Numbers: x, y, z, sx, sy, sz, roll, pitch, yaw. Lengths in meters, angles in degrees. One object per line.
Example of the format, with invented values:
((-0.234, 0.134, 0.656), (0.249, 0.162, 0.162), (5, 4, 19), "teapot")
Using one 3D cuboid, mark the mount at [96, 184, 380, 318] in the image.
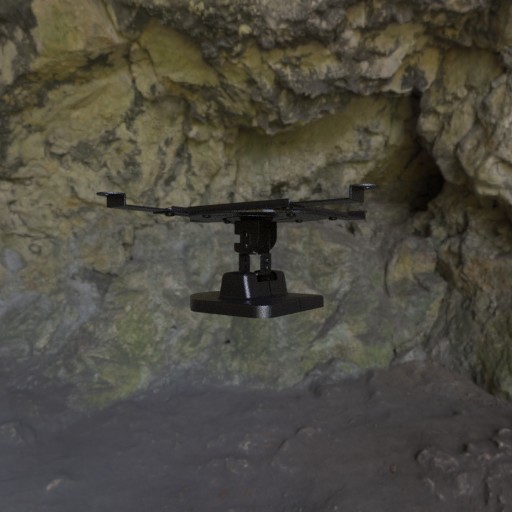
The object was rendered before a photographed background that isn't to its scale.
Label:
((0.000, 0.000, 0.603), (0.394, 0.141, 0.394), (0, 1, 36), "mount")
